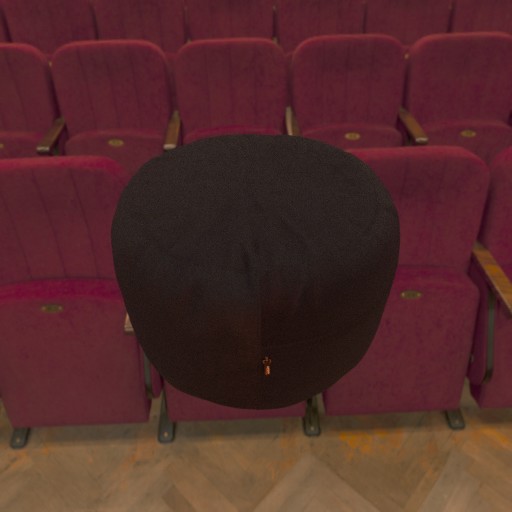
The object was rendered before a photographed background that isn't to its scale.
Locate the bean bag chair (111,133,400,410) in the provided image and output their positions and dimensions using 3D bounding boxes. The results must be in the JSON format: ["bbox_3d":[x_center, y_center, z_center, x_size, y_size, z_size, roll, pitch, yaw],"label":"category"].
[{"bbox_3d":[0.000,0.000,2.014,1.219,0.762,1.219,0,41,0],"label":"bean bag chair"}]
